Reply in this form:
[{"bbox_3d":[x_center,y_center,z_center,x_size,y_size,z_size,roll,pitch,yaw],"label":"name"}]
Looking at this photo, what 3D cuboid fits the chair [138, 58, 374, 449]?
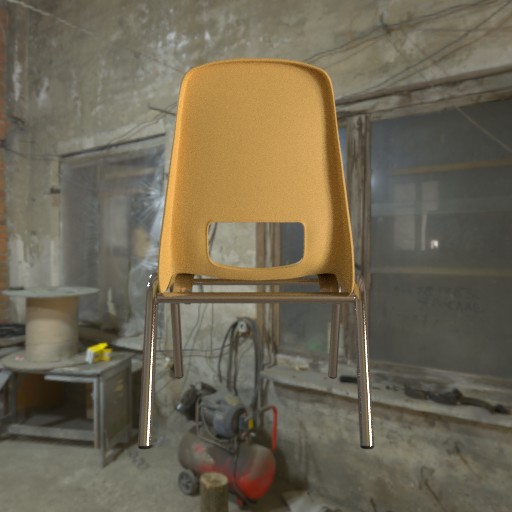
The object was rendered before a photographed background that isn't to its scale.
[{"bbox_3d":[0.000,0.000,0.782,0.354,0.536,0.385,0,1,0],"label":"chair"}]
